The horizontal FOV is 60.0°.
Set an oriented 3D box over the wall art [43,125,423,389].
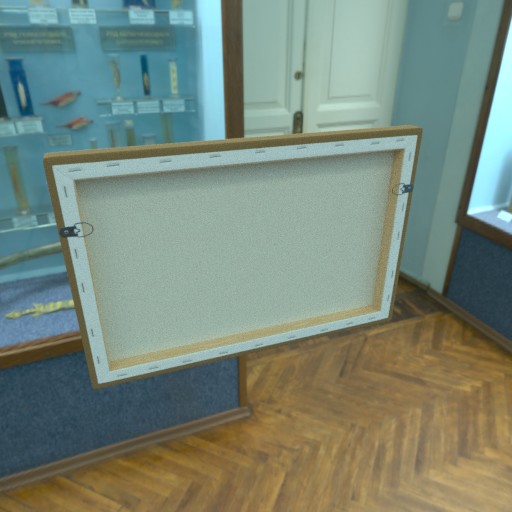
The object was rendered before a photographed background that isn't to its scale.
[{"bbox_3d":[0.000,0.000,0.486,0.380,0.254,0.019,-9,28,-18],"label":"wall art"}]
